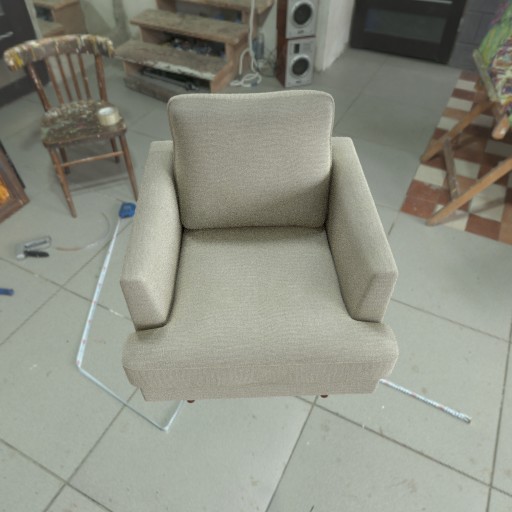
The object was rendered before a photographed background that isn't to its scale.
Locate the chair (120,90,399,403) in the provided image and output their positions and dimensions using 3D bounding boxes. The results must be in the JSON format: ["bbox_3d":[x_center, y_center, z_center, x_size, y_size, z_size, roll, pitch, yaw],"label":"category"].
[{"bbox_3d":[0.000,0.000,1.634,0.858,0.957,0.899,-2,46,-2],"label":"chair"}]
